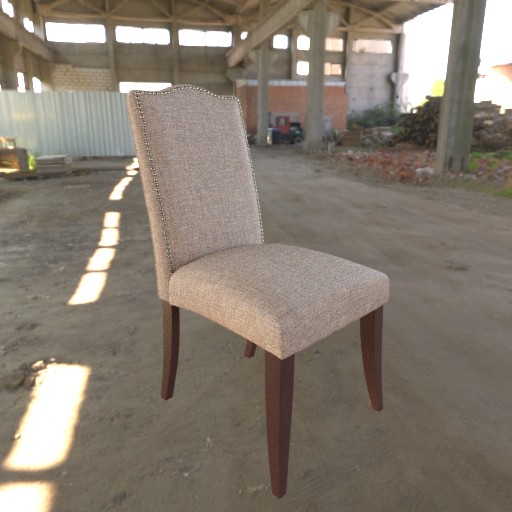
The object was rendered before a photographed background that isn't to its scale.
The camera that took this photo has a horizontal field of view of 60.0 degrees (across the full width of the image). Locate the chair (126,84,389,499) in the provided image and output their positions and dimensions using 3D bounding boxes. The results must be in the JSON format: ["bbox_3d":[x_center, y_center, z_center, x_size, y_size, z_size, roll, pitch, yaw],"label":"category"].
[{"bbox_3d":[0.000,0.000,1.349,0.660,1.016,0.513,15,22,42],"label":"chair"}]
